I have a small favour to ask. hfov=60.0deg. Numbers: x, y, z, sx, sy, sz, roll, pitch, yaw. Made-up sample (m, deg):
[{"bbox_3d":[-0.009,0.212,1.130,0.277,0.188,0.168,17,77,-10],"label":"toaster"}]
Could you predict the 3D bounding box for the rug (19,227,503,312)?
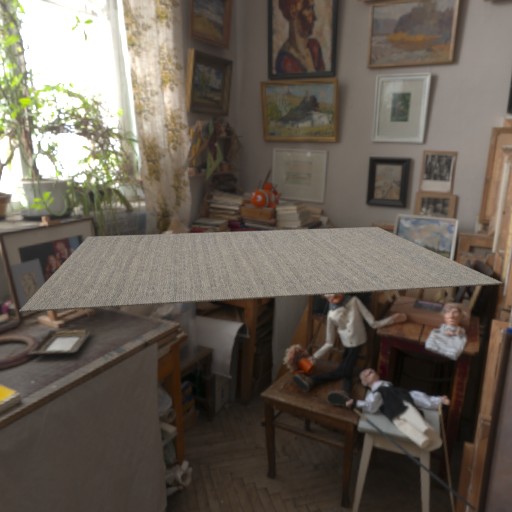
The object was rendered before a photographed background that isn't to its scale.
[{"bbox_3d":[0.000,0.000,2.125,1.752,0.006,1.142,-2,15,-9],"label":"rug"}]
